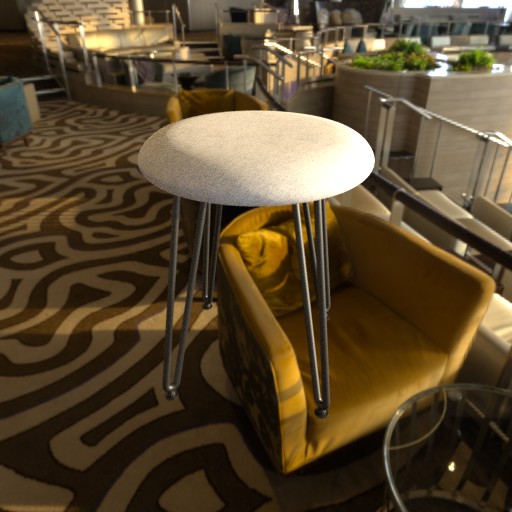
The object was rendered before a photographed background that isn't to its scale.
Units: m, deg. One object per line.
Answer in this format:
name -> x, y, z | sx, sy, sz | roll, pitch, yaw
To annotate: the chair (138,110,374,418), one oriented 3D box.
chair -> 0.000, 0.000, 0.673 | 0.350, 0.386, 0.350 | -20, 36, -31
